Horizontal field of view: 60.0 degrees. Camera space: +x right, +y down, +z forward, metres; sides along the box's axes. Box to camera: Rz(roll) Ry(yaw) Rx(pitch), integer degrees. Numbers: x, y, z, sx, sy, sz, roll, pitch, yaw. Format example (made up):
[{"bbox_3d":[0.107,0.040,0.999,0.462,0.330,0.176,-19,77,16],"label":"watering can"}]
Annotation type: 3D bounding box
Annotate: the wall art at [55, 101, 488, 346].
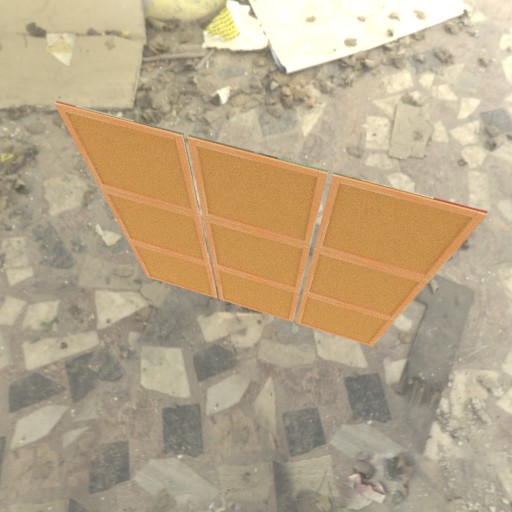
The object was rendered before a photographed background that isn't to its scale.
[{"bbox_3d":[0.000,0.000,1.736,1.216,1.220,0.013,16,64,8],"label":"wall art"}]
